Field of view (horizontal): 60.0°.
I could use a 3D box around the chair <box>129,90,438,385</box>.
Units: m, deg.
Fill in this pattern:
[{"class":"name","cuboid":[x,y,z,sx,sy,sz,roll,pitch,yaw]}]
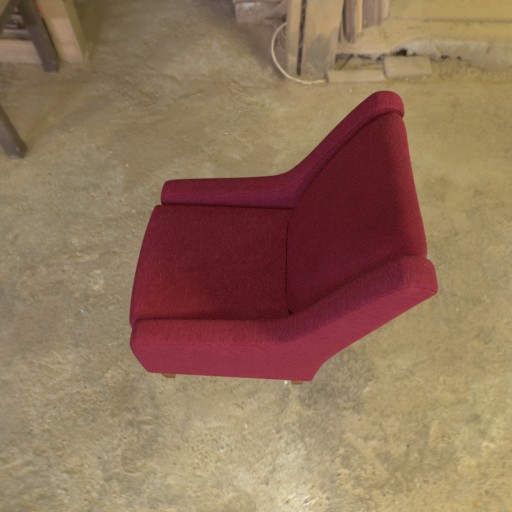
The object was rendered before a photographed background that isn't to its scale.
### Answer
[{"class":"chair","cuboid":[0.000,0.000,1.758,0.985,1.017,0.793,2,58,2]}]
